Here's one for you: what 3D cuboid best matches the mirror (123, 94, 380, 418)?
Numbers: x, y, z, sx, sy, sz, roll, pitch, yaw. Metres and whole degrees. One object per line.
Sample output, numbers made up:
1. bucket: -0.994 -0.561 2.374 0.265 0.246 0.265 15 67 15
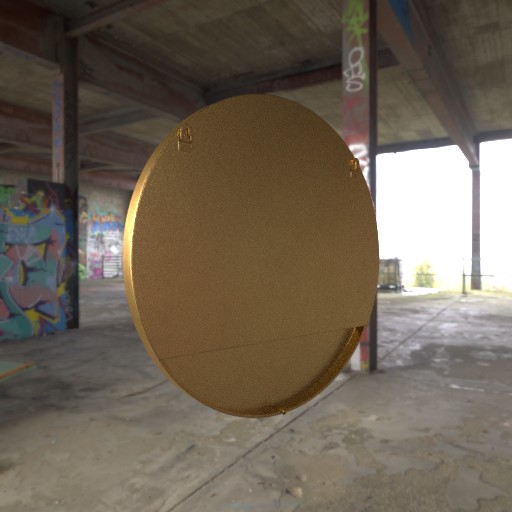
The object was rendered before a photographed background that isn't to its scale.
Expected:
1. mirror: 0.000 0.000 0.689 0.457 0.457 0.133 -1 1 -38
